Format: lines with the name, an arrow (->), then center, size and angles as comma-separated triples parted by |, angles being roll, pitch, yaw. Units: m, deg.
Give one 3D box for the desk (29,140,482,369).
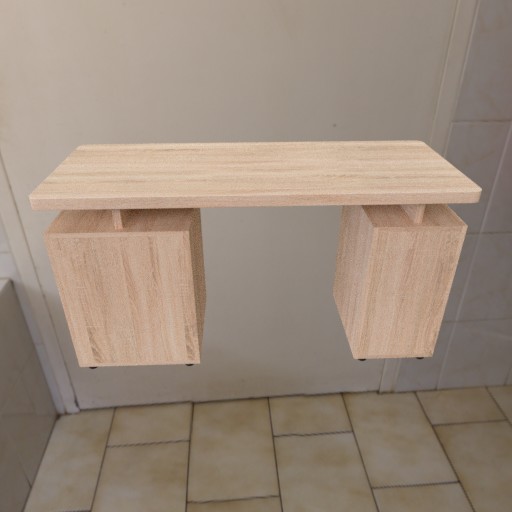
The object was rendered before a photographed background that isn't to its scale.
desk -> 0.000, 0.000, 1.778 | 1.400, 0.760, 0.550 | -1, 31, -2
